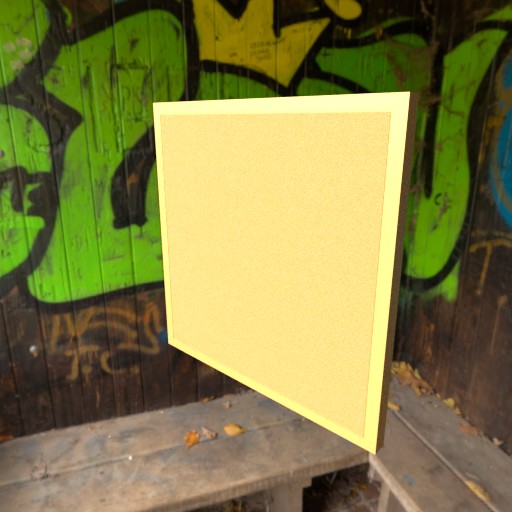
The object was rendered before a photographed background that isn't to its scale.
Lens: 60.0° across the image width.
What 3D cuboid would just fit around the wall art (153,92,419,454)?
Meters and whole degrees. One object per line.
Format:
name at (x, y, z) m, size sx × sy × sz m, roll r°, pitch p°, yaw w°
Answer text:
wall art at (0.000, 0.000, 2.884) m, size 1.926 × 1.926 × 0.099 m, roll 15°, pitch 23°, yaw 40°
